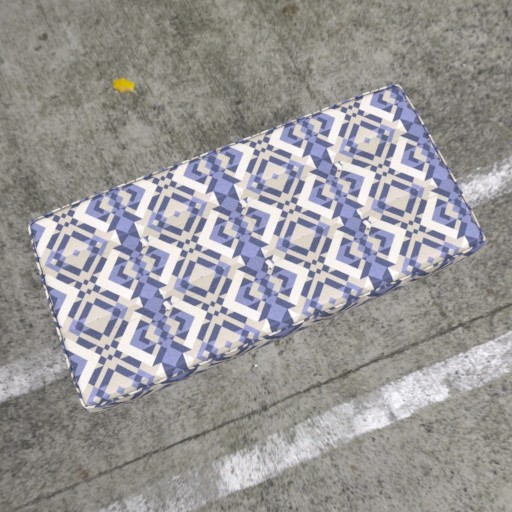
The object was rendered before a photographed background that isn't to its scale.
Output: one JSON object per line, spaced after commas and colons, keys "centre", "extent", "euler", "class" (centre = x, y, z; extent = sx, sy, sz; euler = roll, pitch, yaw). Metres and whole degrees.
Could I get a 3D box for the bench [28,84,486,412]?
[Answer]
{"centre": [0.000, 0.000, 1.268], "extent": [1.016, 0.477, 0.492], "euler": [-22, 77, -5], "class": "bench"}
